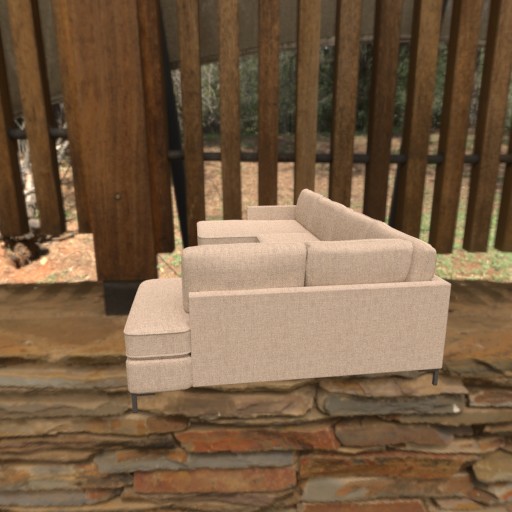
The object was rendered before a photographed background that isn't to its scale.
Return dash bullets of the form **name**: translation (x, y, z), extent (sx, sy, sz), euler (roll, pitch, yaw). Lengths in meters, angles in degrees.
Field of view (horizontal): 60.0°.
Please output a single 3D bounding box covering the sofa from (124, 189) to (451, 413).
- **sofa**: translation (0.000, 0.000, 4.303), extent (2.021, 0.996, 3.423), euler (-2, 15, -8)
